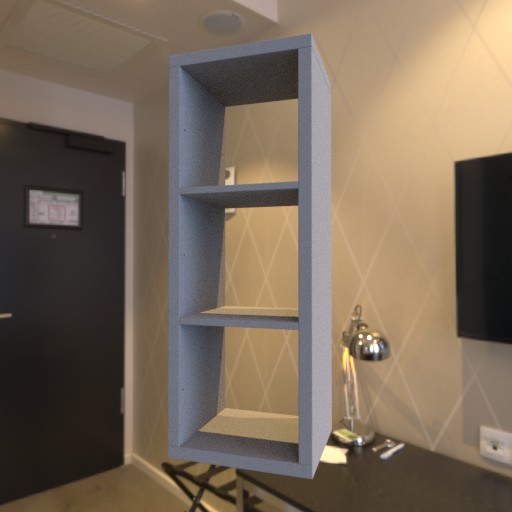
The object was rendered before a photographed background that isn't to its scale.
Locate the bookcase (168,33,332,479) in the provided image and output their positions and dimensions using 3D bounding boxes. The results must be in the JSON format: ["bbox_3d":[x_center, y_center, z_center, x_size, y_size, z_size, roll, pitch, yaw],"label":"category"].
[{"bbox_3d":[0.000,0.000,1.289,0.390,1.080,0.330,0,-1,18],"label":"bookcase"}]
